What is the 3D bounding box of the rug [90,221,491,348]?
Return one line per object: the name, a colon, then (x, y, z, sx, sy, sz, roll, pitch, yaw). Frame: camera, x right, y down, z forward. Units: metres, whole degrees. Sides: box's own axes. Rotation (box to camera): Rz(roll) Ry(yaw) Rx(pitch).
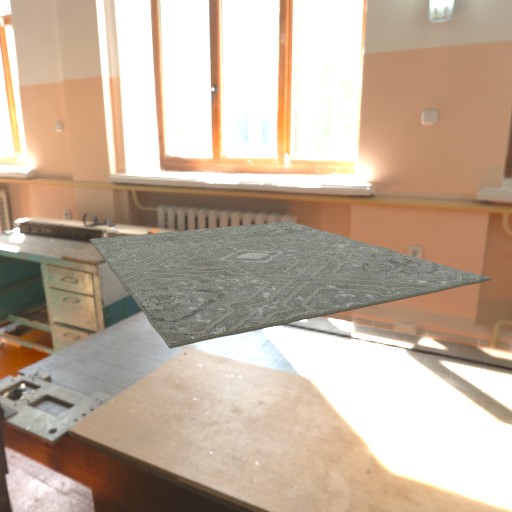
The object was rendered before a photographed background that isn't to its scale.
rug: (0.000, 0.000, 0.884, 0.548, 0.006, 0.639, -7, 16, -27)
